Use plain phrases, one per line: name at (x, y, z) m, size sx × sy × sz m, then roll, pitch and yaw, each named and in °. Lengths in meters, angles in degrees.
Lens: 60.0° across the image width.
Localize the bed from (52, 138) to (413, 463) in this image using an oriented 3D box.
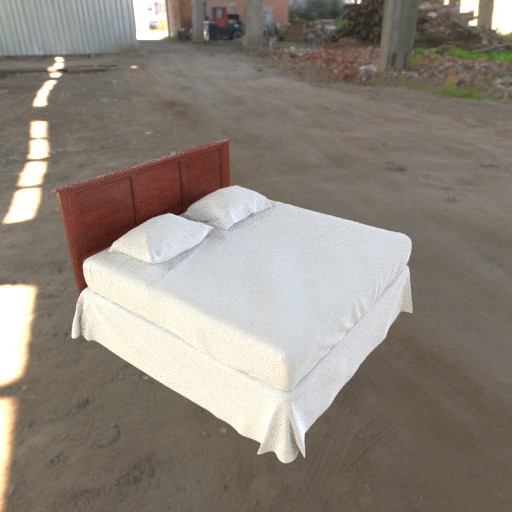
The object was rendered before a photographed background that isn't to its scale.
bed at (0.000, 0.000, 3.679) m, size 2.219 × 1.271 × 2.314 m, roll 19°, pitch 33°, yaw 32°
